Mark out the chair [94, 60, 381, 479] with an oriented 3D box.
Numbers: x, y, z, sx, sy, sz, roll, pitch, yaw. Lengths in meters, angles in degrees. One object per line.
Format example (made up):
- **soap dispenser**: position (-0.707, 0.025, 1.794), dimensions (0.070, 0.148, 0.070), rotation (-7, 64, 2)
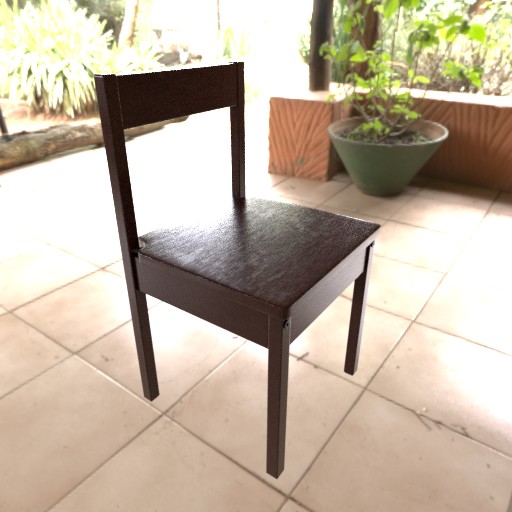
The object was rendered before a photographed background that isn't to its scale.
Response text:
- **chair**: position (0.000, 0.000, 0.866), dimensions (0.361, 0.668, 0.367), rotation (18, 33, 31)
